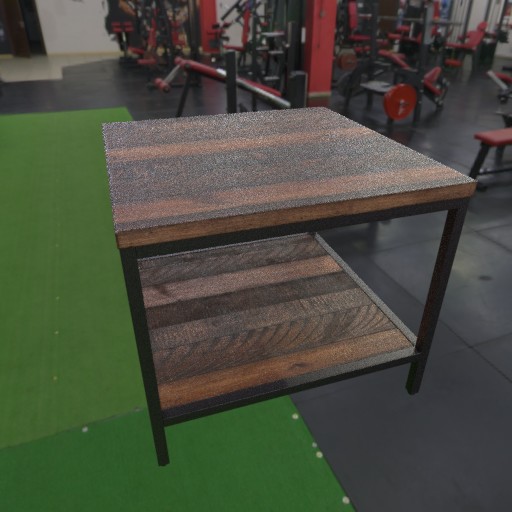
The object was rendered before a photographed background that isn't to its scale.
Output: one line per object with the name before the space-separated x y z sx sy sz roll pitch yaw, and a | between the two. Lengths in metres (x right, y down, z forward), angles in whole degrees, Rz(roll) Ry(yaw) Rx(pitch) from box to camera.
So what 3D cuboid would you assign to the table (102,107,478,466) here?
table | 0.000 0.000 0.966 0.548 0.482 0.553 -10 32 -16
